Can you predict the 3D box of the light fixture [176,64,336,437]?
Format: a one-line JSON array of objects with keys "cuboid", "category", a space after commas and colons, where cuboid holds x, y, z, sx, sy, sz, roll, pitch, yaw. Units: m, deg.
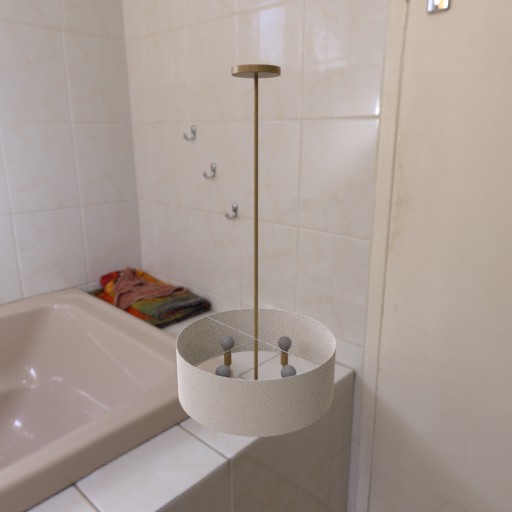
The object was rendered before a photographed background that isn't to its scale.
[{"cuboid": [0.000, 0.000, 1.353, 0.508, 1.067, 0.508, 0, 15, 0], "category": "light fixture"}]
